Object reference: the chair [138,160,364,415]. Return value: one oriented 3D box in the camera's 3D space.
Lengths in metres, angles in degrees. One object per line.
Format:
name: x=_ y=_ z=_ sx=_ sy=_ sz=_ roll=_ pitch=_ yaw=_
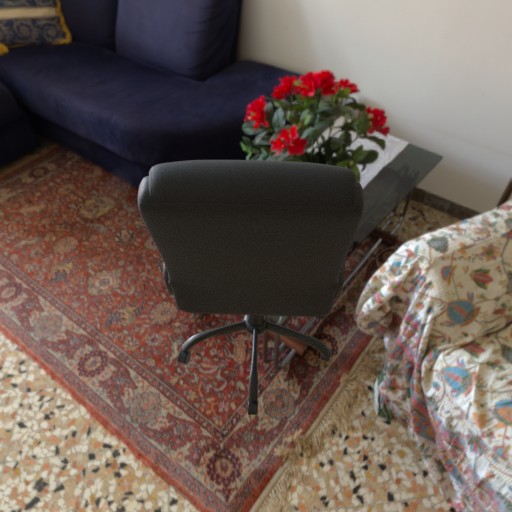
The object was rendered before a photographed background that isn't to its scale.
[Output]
chair: x=0.000 y=0.000 z=1.450 sx=0.615 sy=1.072 sz=0.655 roll=2 pitch=46 yaw=2
